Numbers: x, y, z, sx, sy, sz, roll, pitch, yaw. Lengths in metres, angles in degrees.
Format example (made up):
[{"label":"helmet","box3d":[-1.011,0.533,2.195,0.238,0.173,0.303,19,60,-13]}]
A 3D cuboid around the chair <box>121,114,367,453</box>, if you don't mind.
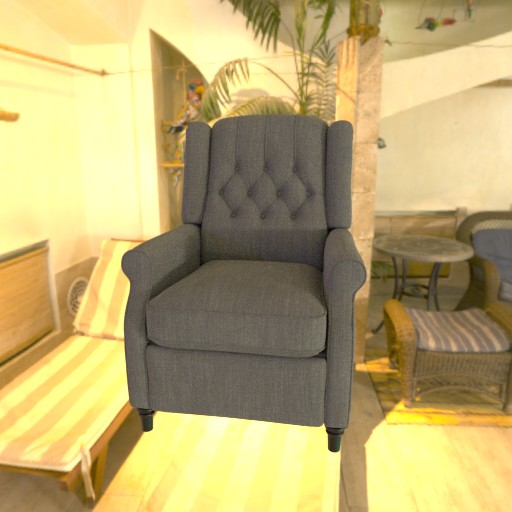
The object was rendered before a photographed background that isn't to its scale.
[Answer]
[{"label":"chair","box3d":[0.000,0.000,1.629,0.742,1.035,0.898,2,15,9]}]
